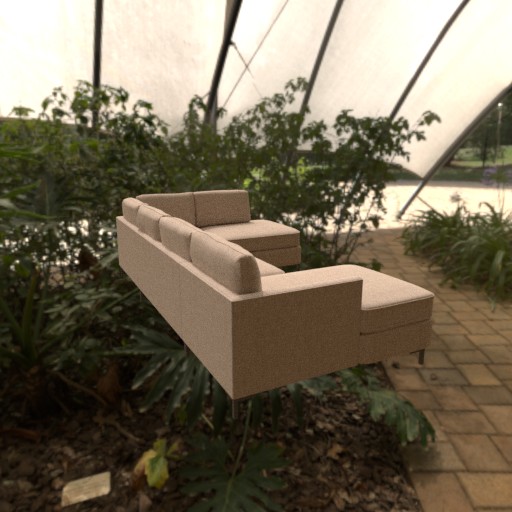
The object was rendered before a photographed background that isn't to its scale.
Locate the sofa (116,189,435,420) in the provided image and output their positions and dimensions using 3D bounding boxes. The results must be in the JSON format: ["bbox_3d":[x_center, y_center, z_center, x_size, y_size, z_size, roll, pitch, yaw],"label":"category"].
[{"bbox_3d":[0.000,0.000,4.320,2.021,0.996,3.423,-7,15,-27],"label":"sofa"}]
